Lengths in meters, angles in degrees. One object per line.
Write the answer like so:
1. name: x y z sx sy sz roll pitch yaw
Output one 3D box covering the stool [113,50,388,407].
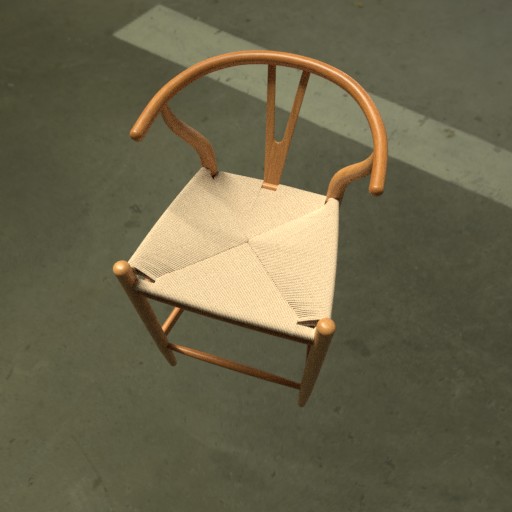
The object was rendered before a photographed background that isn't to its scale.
1. stool: 0.000 0.000 1.328 0.569 0.970 0.579 15 58 9
